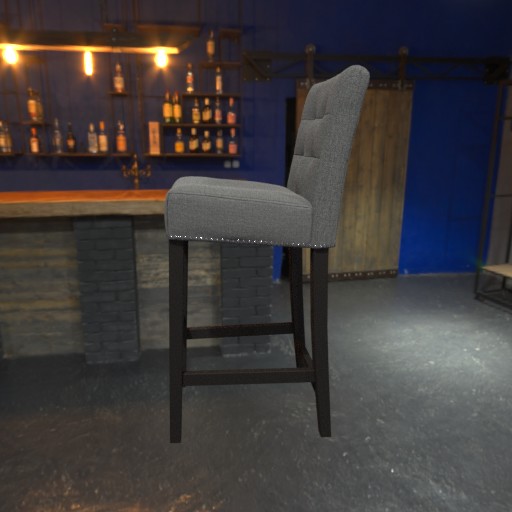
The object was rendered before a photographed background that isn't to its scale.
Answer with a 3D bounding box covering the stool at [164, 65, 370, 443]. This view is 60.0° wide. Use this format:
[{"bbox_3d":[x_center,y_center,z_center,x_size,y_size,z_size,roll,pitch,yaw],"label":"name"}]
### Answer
[{"bbox_3d":[0.000,0.000,1.367,0.548,1.047,0.411,-2,15,-6],"label":"stool"}]
